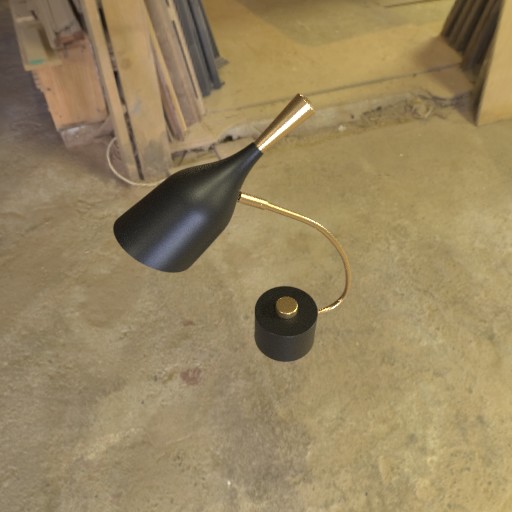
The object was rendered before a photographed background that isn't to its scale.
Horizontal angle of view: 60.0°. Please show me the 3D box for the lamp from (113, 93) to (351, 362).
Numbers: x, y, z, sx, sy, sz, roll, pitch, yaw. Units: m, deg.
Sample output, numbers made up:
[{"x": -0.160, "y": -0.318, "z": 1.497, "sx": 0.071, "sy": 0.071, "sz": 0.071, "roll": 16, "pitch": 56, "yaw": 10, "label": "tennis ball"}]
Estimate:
[{"x": 0.000, "y": 0.000, "z": 0.632, "sx": 0.352, "sy": 0.464, "sz": 0.110, "roll": -15, "pitch": 48, "yaw": -14, "label": "lamp"}]
